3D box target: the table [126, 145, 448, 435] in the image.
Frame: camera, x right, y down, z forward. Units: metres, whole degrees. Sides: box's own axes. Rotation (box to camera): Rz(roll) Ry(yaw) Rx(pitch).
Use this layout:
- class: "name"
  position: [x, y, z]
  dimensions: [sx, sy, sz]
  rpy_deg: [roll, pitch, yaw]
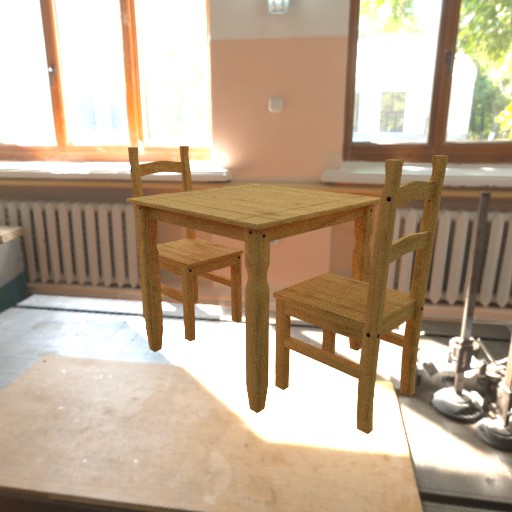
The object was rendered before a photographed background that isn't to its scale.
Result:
- class: "table"
  position: [0.000, 0.000, 2.034]
  dimensions: [1.501, 0.942, 0.813]
  rpy_deg: [15, 22, 42]
